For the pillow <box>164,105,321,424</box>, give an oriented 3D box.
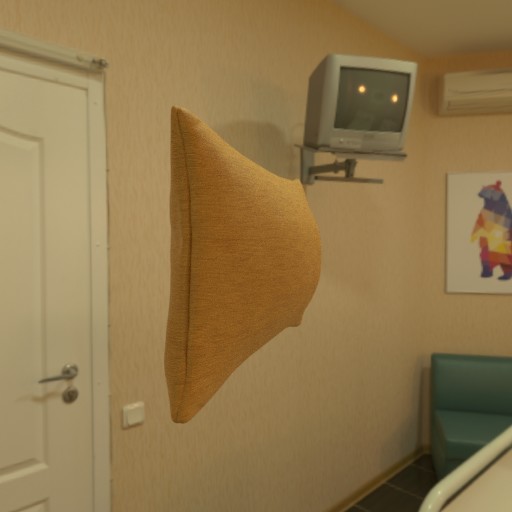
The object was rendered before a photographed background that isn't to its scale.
[{"bbox_3d":[0.000,0.000,0.780,0.210,0.354,0.634,1,2,17],"label":"pillow"}]
